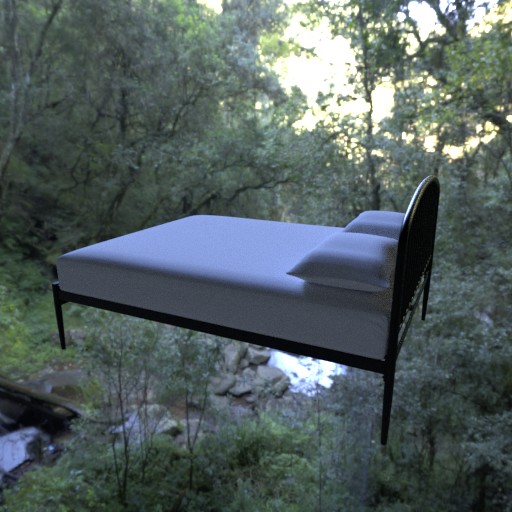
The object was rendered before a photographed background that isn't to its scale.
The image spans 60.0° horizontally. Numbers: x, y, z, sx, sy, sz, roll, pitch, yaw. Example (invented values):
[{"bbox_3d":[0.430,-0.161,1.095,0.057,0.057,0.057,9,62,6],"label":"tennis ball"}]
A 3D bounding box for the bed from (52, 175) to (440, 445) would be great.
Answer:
[{"bbox_3d":[0.000,0.000,3.055,2.159,1.166,1.618,8,18,25],"label":"bed"}]
